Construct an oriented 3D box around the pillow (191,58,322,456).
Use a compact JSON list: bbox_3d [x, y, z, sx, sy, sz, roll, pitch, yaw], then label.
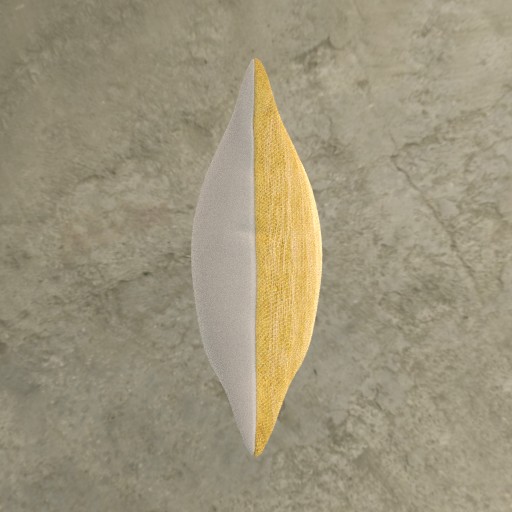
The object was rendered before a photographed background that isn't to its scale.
[{"bbox_3d":[0.000,0.000,0.717,0.211,0.450,0.450,0,90,0],"label":"pillow"}]
